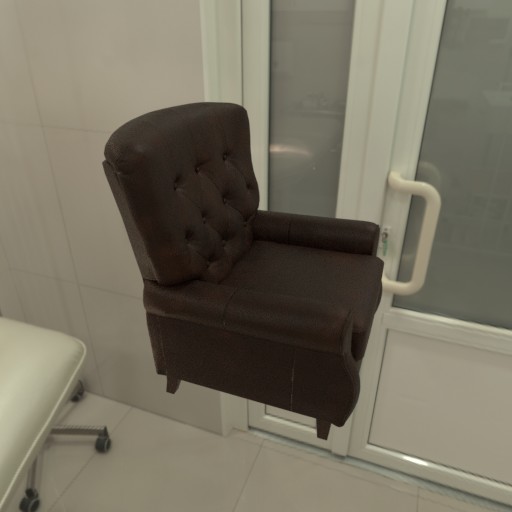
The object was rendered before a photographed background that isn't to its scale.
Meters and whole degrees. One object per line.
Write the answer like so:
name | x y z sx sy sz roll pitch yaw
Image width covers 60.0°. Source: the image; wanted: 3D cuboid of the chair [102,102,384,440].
chair | 0.000 0.000 1.907 1.058 1.158 0.948 10 30 18
